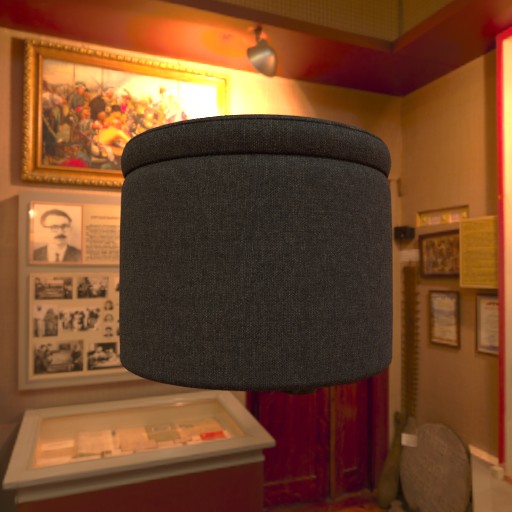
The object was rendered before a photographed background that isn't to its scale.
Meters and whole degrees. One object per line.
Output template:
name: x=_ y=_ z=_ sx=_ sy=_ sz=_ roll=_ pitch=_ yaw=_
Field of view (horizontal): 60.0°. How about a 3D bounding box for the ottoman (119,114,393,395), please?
ottoman: x=0.000 y=0.000 z=0.883 sx=0.520 sy=0.430 sz=0.520 roll=0 pitch=-1 yaw=0
